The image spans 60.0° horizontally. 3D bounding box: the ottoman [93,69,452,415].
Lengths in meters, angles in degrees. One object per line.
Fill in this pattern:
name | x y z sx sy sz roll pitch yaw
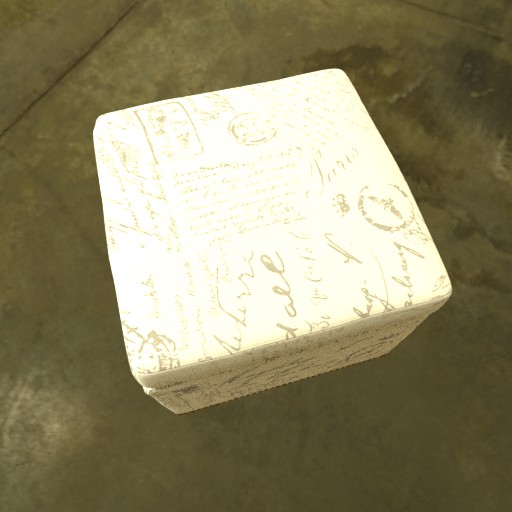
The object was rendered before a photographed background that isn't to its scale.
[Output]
ottoman | 0.000 0.000 0.836 0.450 0.457 0.449 -14 65 -7
